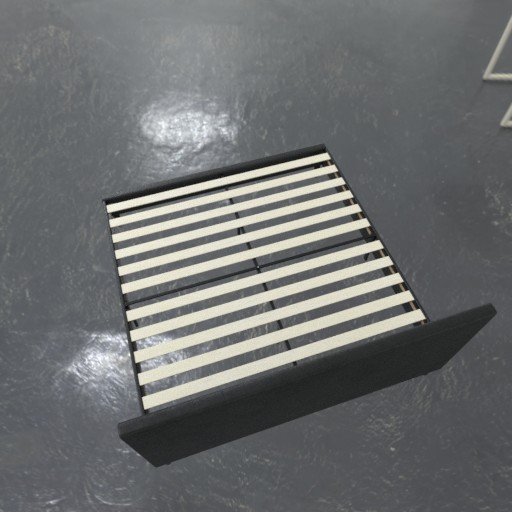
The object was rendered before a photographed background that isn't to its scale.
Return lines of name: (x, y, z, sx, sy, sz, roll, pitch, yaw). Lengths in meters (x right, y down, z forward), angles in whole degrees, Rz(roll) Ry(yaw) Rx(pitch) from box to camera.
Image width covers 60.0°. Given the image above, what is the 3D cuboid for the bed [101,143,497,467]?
bed: (0.000, 0.000, 3.181, 2.018, 1.046, 2.152, -15, 58, -10)
